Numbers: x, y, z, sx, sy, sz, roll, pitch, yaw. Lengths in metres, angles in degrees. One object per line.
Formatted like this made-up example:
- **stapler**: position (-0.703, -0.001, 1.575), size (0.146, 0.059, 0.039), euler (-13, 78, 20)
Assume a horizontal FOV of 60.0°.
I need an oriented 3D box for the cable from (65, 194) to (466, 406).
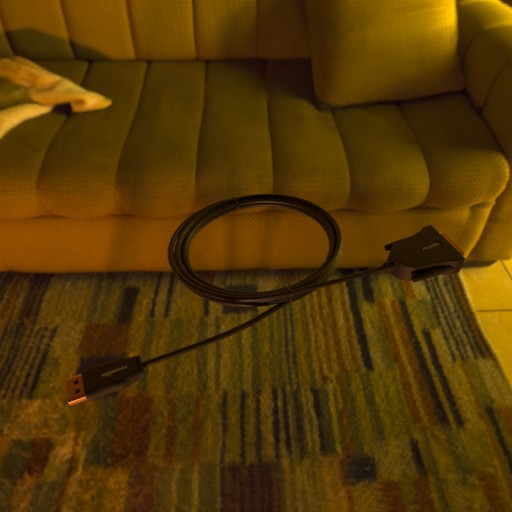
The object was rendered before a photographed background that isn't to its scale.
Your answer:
- **cable**: position (0.000, 0.000, 0.328), size (0.281, 0.015, 0.136), euler (-17, 48, -15)
